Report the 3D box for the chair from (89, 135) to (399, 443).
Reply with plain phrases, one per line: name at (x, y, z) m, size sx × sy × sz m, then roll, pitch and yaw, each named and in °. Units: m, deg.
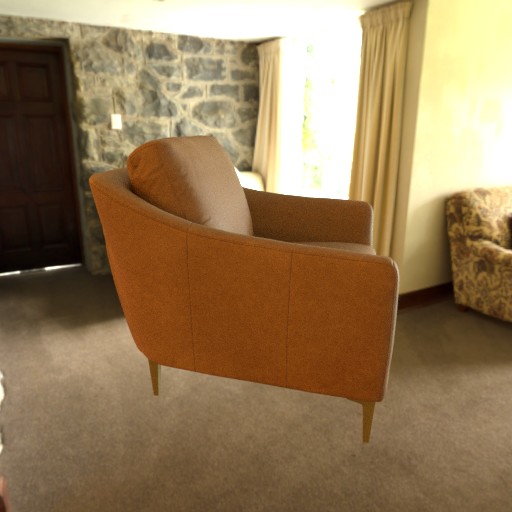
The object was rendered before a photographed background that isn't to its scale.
chair at (0.000, 0.000, 1.714) m, size 0.963 × 0.895 × 0.988 m, roll 3°, pitch 16°, yaw 10°
